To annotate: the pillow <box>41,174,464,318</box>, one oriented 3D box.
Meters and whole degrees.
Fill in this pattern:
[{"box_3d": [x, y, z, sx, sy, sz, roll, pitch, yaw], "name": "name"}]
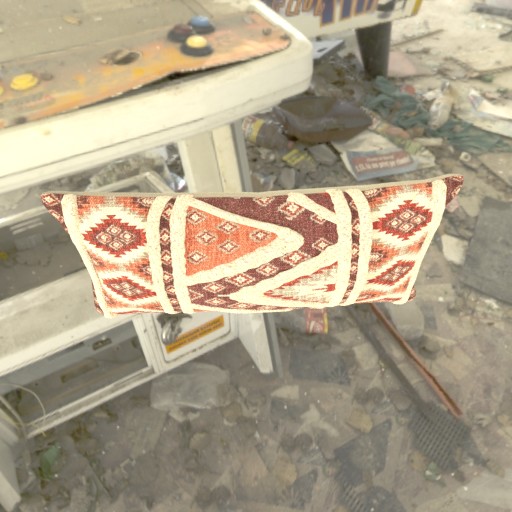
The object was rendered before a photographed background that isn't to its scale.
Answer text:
[{"box_3d": [0.000, 0.000, 0.731, 0.608, 0.295, 0.161, -2, 47, -2], "name": "pillow"}]
